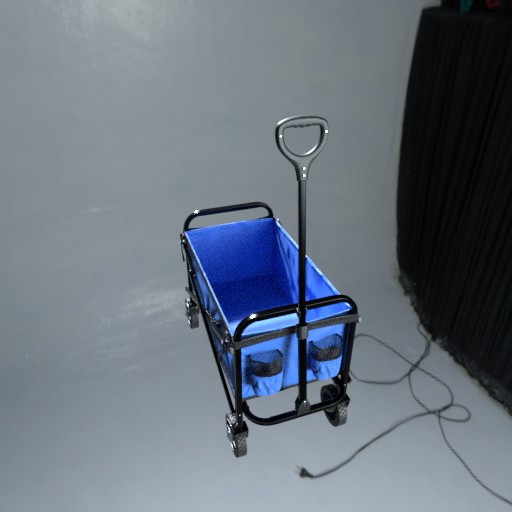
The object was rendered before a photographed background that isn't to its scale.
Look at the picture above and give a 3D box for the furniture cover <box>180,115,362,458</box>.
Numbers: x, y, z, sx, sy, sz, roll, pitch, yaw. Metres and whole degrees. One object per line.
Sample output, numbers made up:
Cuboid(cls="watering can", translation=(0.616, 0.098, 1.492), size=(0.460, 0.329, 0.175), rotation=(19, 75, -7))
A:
Cuboid(cls="furniture cover", translation=(0.000, 0.000, 1.812), size=(0.532, 1.295, 1.038), rotation=(-10, 33, -16))
